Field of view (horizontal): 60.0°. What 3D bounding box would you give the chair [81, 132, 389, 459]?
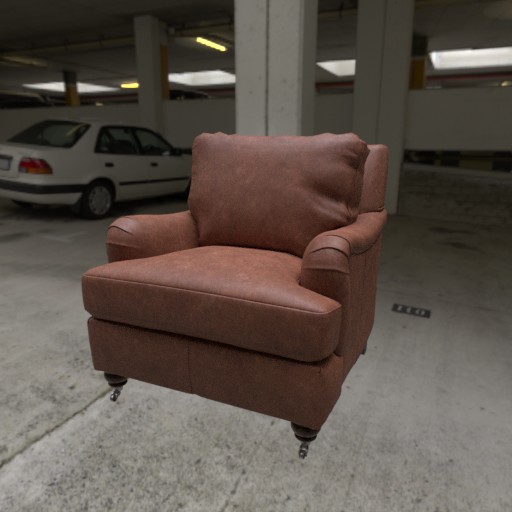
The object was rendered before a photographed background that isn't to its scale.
[{"bbox_3d":[0.000,0.000,1.936,0.986,1.055,1.158,7,16,24],"label":"chair"}]
